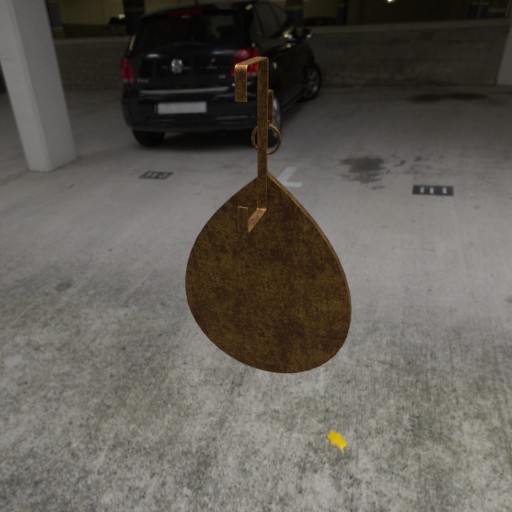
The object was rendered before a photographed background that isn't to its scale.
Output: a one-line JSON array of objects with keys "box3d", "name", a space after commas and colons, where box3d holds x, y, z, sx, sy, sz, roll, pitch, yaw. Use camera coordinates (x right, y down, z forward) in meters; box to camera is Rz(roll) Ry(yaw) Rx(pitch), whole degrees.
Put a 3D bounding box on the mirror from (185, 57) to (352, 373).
[{"box3d": [0.000, 0.000, 0.911, 0.405, 0.744, 0.144, 10, 32, 16], "name": "mirror"}]
